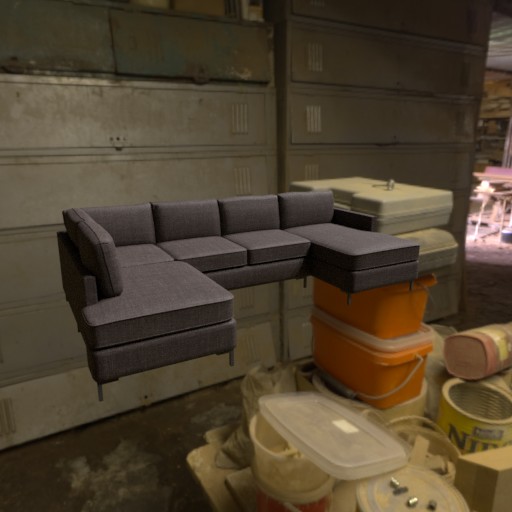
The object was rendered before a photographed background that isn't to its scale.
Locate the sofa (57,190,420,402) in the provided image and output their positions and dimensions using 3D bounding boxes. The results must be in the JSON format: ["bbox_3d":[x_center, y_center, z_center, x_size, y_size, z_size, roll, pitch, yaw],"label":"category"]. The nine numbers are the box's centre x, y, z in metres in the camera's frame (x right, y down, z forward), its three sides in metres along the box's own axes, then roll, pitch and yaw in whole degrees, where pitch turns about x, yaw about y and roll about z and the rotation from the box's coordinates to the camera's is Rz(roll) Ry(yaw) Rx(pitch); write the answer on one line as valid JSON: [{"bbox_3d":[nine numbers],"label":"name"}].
[{"bbox_3d":[0.000,0.000,4.318,3.423,0.999,2.048,-8,17,-28],"label":"sofa"}]
